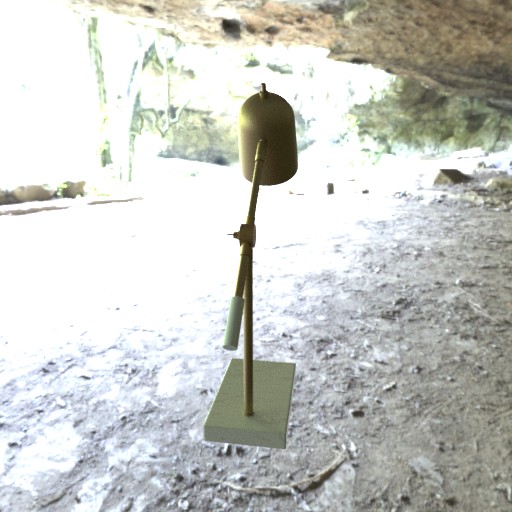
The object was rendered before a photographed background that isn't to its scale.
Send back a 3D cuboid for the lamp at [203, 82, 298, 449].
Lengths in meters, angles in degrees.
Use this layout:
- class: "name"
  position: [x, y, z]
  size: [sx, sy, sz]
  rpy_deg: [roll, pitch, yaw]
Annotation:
- class: "lamp"
  position: [0.000, 0.000, 0.804]
  size: [0.144, 0.603, 0.471]
  rpy_deg: [3, 17, 9]
